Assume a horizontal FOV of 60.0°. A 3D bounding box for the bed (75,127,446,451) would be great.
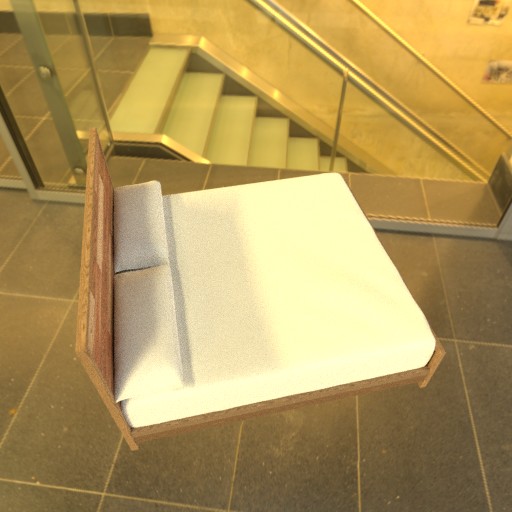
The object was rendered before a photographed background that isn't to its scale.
[{"bbox_3d":[0.000,0.000,3.385,2.184,1.295,2.013,-9,48,-8],"label":"bed"}]
